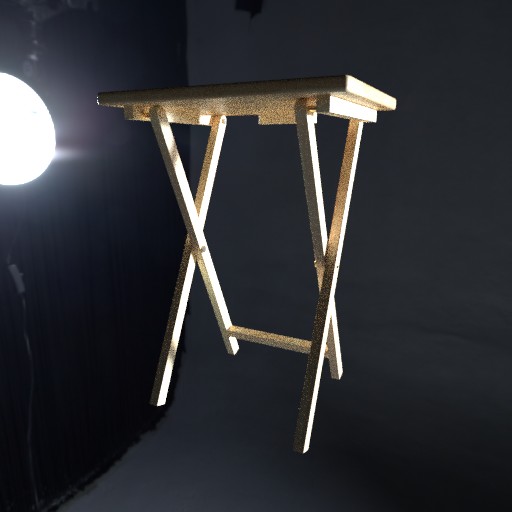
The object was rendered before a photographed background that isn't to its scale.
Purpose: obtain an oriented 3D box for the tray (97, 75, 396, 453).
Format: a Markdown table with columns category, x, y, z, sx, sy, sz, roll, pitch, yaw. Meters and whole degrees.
| category | x | y | z | sx | sy | sz | roll | pitch | yaw |
| --- | --- | --- | --- | --- | --- | --- | --- | --- | --- |
| tray | 0.000 | 0.000 | 0.967 | 0.483 | 0.660 | 0.381 | 7 | 16 | 26 |
